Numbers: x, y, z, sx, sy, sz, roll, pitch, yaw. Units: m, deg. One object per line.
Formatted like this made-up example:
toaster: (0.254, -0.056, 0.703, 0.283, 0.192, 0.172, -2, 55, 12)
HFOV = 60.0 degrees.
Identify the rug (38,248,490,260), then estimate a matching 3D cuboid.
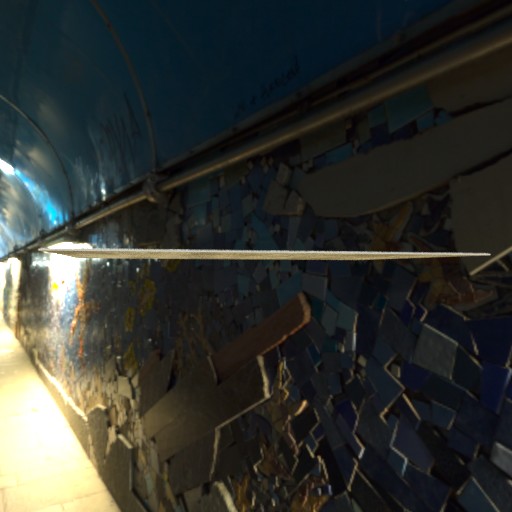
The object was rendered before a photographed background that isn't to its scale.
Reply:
rug: (0.000, 0.000, 3.003, 2.431, 0.012, 1.536, 0, -2, -17)
